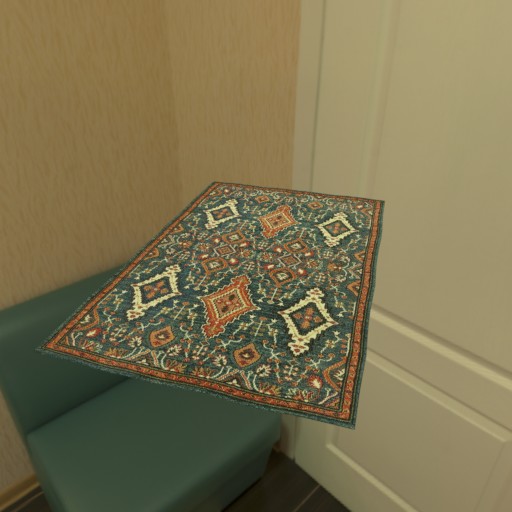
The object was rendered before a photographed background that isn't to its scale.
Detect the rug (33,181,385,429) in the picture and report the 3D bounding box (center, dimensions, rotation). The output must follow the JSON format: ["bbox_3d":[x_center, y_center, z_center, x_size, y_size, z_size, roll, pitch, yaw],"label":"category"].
[{"bbox_3d":[0.000,0.000,4.120,2.190,0.008,3.371,9,32,14],"label":"rug"}]
